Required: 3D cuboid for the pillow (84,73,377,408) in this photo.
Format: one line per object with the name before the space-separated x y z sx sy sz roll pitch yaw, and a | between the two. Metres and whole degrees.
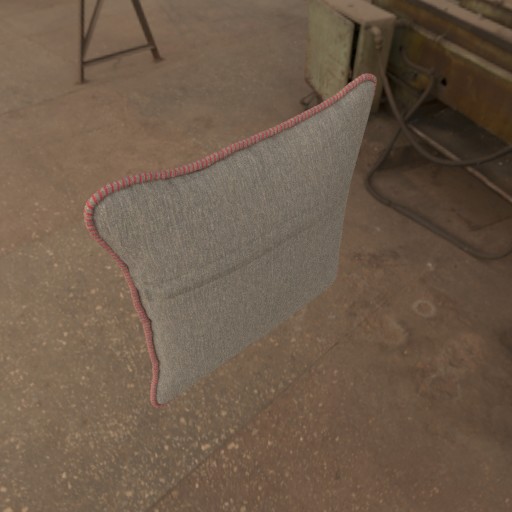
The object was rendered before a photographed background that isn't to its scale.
pillow | 0.000 0.000 0.738 0.482 0.491 0.124 -31 54 -27
